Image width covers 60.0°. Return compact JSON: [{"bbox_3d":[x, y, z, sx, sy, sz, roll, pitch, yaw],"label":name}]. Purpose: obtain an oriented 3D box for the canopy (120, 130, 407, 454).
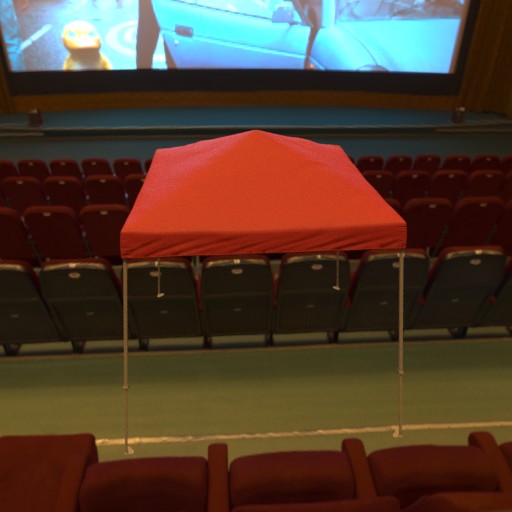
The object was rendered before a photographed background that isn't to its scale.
[{"bbox_3d":[0.000,0.000,6.402,3.600,3.600,3.599,-2,29,-4],"label":"canopy"}]
